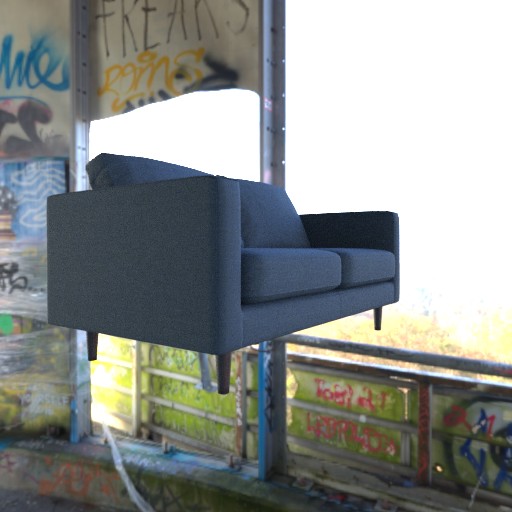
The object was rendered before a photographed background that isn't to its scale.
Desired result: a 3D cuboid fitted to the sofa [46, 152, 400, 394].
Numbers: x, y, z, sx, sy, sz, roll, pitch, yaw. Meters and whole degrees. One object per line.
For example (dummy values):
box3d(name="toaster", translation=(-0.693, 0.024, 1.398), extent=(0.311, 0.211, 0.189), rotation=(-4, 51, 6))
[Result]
box3d(name="sofa", translation=(0.000, 0.000, 2.257), extent=(0.999, 0.907, 1.659), rotation=(1, 1, 36))
